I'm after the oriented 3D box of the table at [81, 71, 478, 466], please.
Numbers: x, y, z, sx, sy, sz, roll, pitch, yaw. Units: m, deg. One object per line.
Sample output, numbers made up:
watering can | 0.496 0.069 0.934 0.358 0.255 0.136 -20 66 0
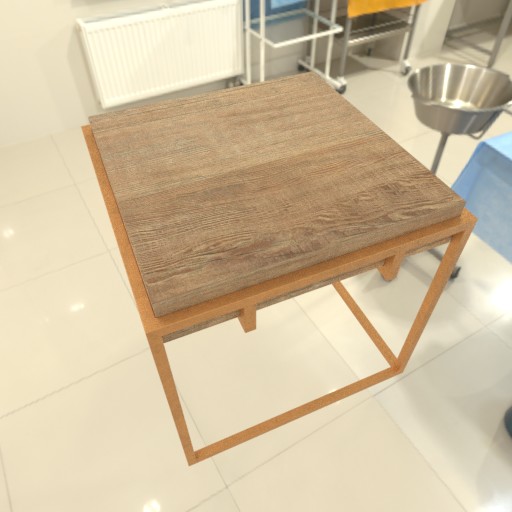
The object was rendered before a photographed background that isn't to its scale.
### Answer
table | 0.000 0.000 1.082 0.599 0.584 0.599 -18 49 -16
